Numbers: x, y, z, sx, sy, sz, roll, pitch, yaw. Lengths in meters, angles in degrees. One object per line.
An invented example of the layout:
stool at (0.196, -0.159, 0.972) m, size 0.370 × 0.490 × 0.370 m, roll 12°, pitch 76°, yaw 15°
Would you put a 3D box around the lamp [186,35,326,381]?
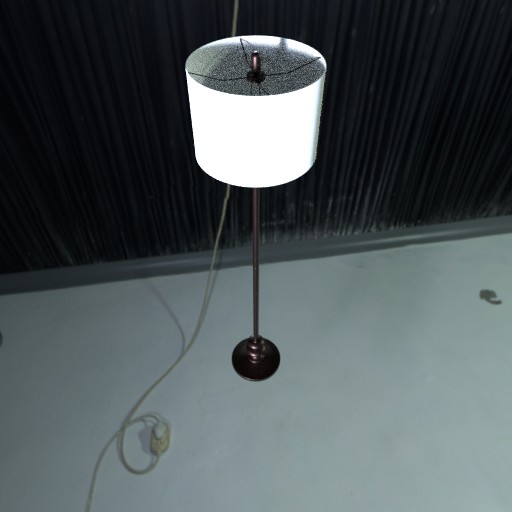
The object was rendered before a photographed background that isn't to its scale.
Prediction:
lamp at (0.000, 0.000, 1.649) m, size 0.356 × 1.487 × 0.356 m, roll -11°, pitch 48°, yaw -10°
